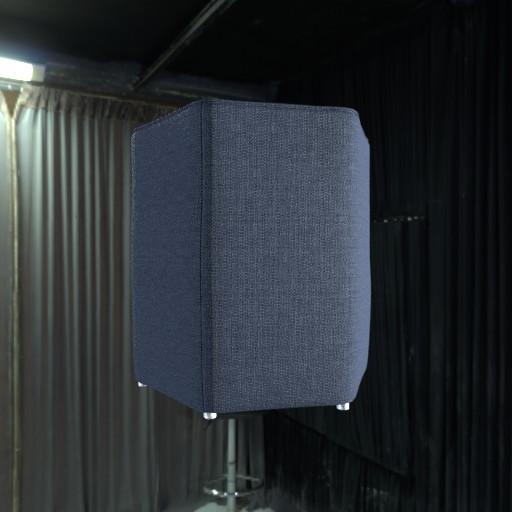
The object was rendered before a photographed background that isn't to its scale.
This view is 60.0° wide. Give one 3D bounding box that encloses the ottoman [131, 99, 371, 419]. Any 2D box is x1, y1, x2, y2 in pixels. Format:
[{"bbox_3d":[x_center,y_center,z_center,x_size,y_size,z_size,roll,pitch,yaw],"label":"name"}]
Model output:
[{"bbox_3d":[0.000,0.000,0.907,0.454,0.505,0.492,-1,1,-37],"label":"ottoman"}]
